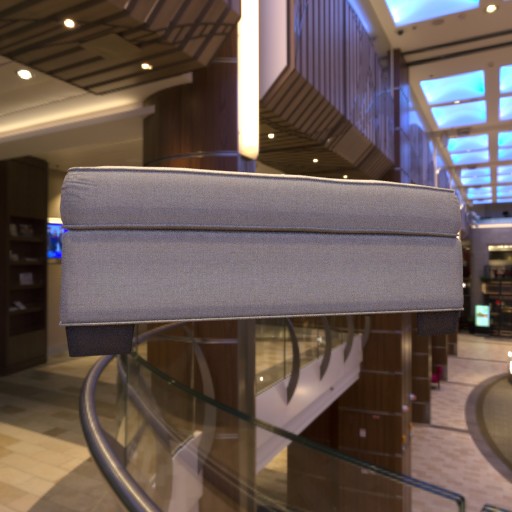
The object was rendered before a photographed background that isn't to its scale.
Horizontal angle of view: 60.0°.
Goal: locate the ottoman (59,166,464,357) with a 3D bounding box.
[{"bbox_3d":[0.000,0.000,1.418,1.097,0.461,0.617,0,-1,-18],"label":"ottoman"}]
